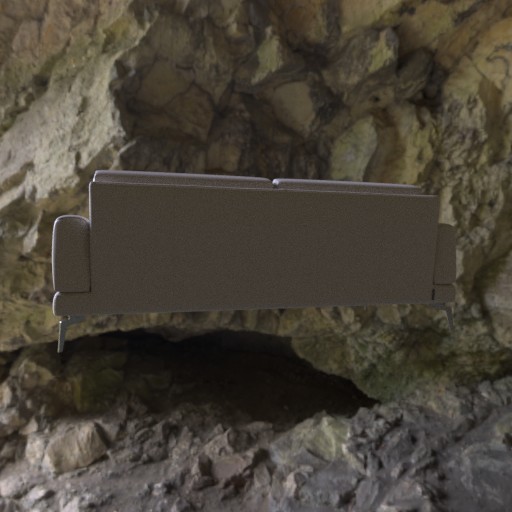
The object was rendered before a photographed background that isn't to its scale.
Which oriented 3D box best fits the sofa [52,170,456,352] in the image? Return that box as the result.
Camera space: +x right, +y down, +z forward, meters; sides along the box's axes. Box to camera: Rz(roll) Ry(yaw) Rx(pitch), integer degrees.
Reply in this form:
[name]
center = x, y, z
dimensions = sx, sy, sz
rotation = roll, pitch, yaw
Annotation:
[sofa]
center = 0.000, 0.000, 2.423
dimensions = 1.940, 0.765, 0.974
rotation = 0, 0, -16
